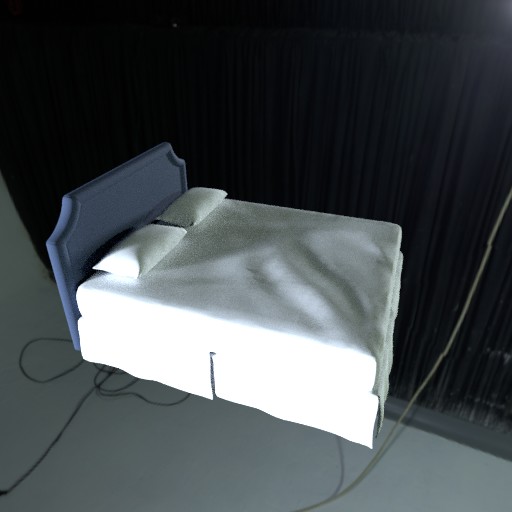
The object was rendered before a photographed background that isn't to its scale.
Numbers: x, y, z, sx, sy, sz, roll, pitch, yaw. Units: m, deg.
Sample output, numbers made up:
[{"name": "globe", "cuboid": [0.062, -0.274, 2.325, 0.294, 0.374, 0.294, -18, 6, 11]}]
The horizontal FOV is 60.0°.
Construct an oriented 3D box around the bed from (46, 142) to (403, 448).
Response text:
[{"name": "bed", "cuboid": [0.000, 0.000, 4.227, 2.773, 1.488, 2.350, 10, 32, 17]}]
